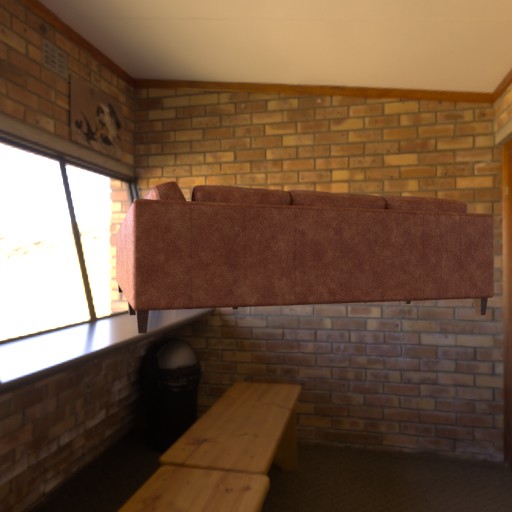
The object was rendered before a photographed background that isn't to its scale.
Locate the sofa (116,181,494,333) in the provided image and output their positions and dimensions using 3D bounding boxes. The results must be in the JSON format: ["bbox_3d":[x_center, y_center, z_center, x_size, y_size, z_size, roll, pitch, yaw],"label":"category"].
[{"bbox_3d":[0.000,0.000,4.175,2.438,0.838,3.150,0,0,-19],"label":"sofa"}]
